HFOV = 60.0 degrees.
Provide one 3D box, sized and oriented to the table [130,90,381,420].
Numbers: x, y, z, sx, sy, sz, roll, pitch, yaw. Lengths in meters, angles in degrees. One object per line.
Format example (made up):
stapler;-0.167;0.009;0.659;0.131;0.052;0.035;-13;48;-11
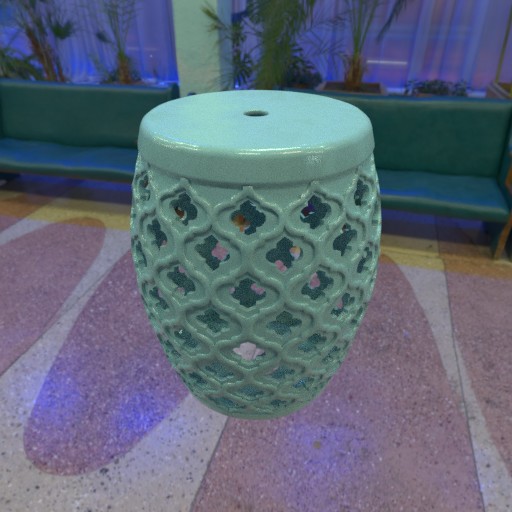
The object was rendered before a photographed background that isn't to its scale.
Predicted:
table;0.000;0.000;0.612;0.325;0.388;0.325;0;32;0
